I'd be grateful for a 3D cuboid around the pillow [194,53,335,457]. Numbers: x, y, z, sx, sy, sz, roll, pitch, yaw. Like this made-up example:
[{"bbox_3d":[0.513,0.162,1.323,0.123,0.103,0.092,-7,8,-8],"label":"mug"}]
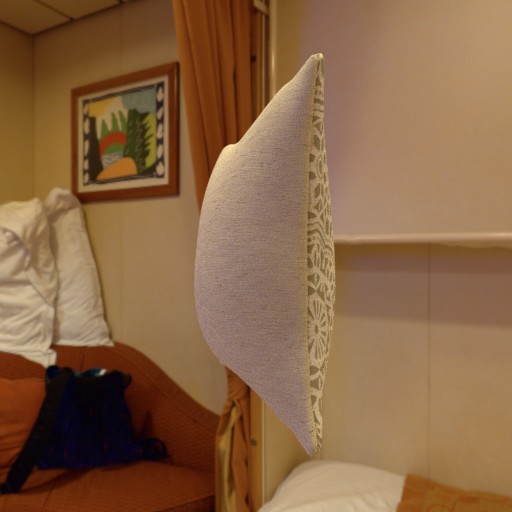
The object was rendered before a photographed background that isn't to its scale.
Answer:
[{"bbox_3d":[0.000,0.000,0.662,0.167,0.421,0.438,0,0,-17],"label":"pillow"}]
